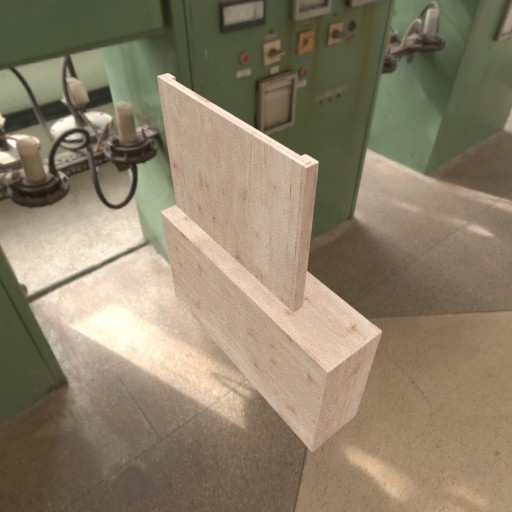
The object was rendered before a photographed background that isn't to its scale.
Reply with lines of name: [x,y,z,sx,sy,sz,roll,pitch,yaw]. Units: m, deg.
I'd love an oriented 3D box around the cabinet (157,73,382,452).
cabinet: [0.000,0.000,2.765,0.420,1.981,1.700,-28,50,-27]
